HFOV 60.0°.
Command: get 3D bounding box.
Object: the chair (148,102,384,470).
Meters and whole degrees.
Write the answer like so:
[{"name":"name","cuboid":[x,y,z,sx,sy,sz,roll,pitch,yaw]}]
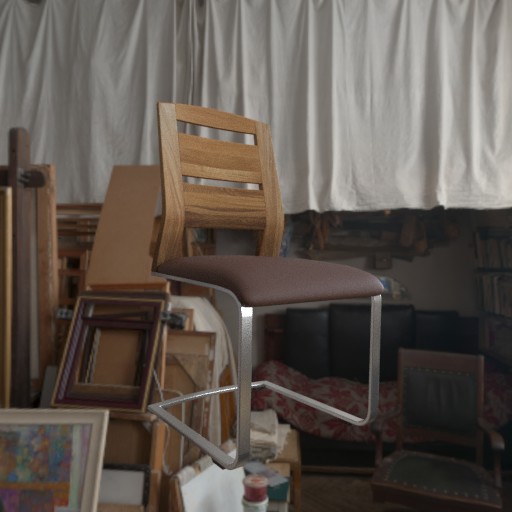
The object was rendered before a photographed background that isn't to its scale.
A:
[{"name":"chair","cuboid":[0.000,0.000,1.284,0.460,0.970,0.570,0,1,-36]}]
